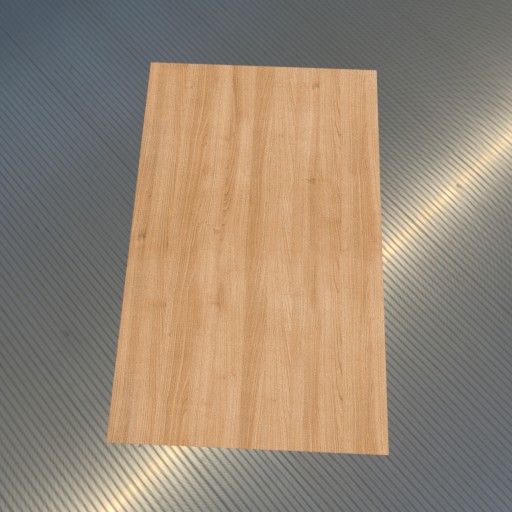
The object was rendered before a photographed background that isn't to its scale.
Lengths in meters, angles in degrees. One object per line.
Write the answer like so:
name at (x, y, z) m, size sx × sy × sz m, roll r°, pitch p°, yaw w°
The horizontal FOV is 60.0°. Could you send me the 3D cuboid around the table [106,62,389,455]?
table at (0.000, 0.000, 1.446) m, size 0.700 × 0.440 × 1.100 m, roll 2°, pitch 75°, yaw 1°
